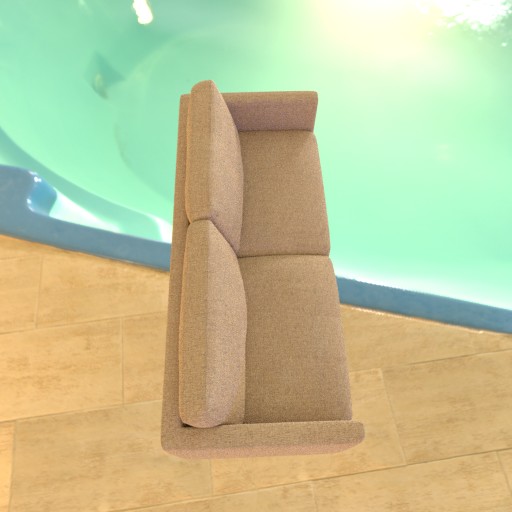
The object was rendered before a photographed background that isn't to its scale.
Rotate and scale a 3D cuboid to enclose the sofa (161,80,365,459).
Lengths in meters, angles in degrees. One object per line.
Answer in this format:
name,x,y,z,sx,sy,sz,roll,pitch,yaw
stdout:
sofa,0.000,0.000,2.702,0.951,0.965,2.208,-2,63,-1
